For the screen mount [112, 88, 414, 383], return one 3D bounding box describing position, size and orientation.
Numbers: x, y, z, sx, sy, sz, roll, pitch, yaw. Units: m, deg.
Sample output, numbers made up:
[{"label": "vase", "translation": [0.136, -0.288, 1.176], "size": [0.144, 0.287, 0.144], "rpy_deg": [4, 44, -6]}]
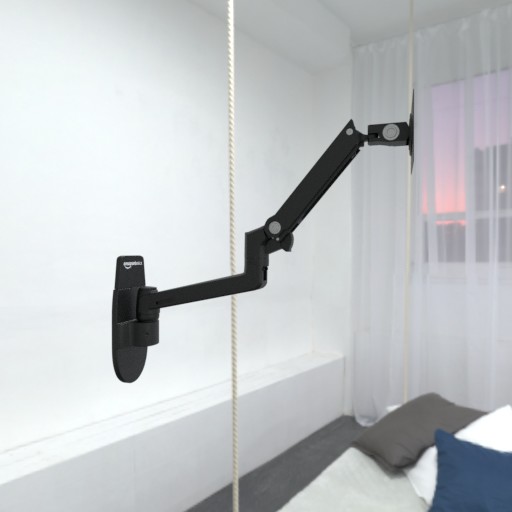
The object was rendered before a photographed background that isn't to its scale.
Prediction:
[{"label": "screen mount", "translation": [0.000, 0.000, 0.743], "size": [0.495, 0.466, 0.115], "rpy_deg": [0, 1, 18]}]
